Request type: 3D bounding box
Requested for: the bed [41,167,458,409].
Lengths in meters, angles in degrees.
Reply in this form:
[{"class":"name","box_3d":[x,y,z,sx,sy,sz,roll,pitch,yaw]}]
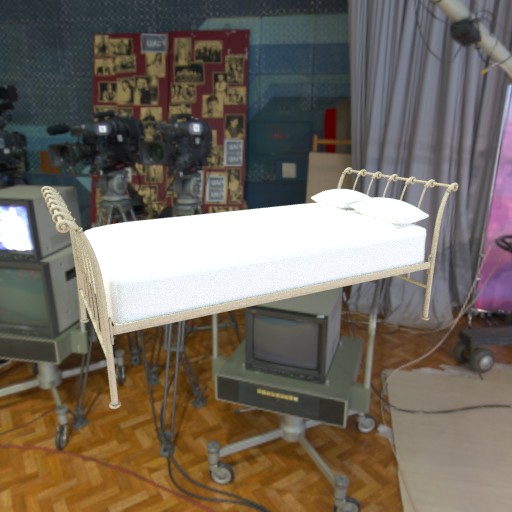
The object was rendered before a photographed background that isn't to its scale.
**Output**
[{"class":"bed","box_3d":[0.000,0.000,2.709,2.228,0.873,1.032,-9,19,-26]}]
